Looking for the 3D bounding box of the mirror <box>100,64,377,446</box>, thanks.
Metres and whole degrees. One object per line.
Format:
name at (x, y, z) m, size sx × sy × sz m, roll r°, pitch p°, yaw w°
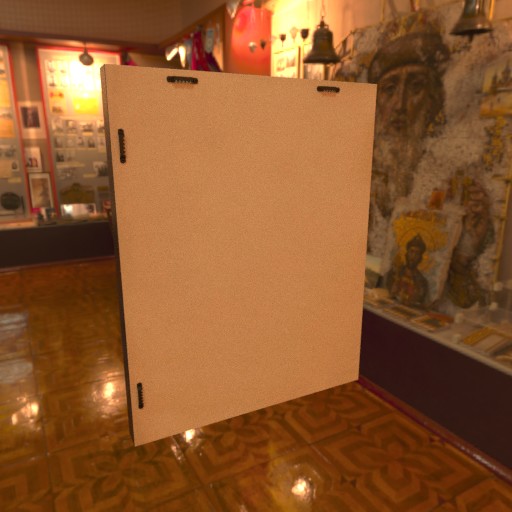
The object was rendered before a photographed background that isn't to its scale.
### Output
mirror at (0.000, 0.000, 0.673) m, size 0.406 × 0.509 × 0.041 m, roll -7°, pitch 16°, yaw -26°
